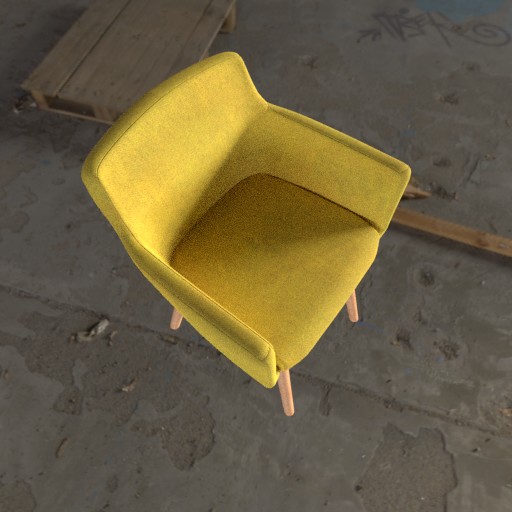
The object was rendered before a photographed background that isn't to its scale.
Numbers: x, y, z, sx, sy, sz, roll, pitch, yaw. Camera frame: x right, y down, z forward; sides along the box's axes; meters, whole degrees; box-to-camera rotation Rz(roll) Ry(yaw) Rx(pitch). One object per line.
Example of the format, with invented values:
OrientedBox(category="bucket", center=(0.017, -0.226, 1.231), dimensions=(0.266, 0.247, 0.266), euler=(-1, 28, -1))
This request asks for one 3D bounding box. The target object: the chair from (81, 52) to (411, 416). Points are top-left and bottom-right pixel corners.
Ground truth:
OrientedBox(category="chair", center=(0.000, 0.000, 1.161), dimensions=(0.570, 0.780, 0.570), euler=(33, 64, 18))
